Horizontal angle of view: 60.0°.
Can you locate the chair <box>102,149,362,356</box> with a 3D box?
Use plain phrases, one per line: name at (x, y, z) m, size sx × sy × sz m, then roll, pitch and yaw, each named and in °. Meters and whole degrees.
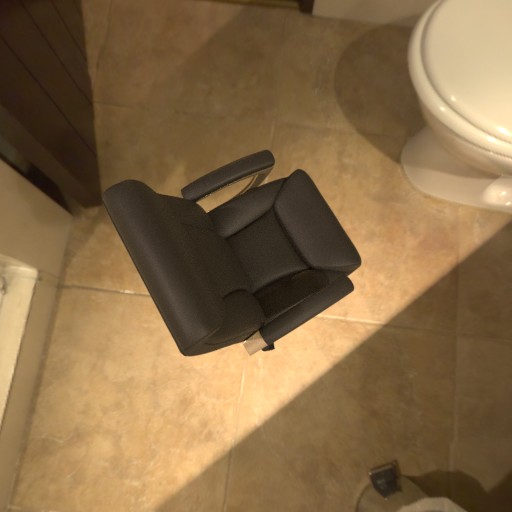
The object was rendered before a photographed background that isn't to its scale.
chair at (0.000, 0.000, 1.707) m, size 0.748 × 1.188 × 0.694 m, roll -29°, pitch 79°, yaw -6°
